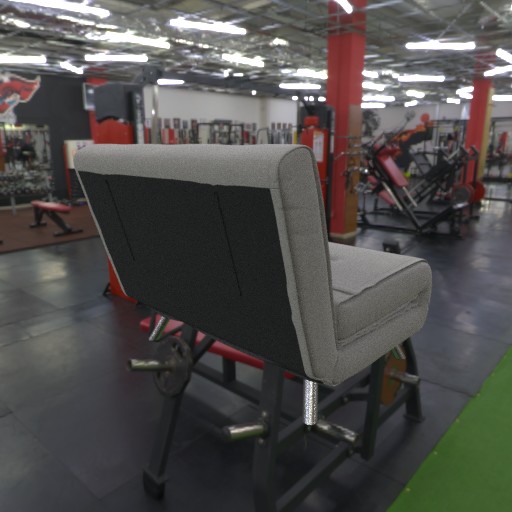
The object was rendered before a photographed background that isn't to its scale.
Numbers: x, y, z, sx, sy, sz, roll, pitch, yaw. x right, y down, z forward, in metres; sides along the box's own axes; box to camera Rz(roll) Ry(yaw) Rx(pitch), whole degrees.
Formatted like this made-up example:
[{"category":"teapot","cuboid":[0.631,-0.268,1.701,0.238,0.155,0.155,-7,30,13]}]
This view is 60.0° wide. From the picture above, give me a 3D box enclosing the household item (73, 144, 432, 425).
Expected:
[{"category":"household item","cuboid":[0.000,0.000,1.633,1.000,0.800,0.874,13,19,42]}]
